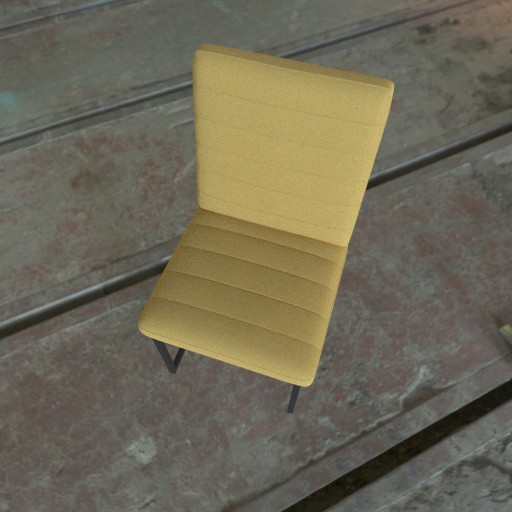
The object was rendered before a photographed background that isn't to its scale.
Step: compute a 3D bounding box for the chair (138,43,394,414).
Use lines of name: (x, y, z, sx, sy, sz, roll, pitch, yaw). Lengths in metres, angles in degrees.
chair: (0.000, 0.000, 1.334, 0.520, 0.930, 0.634, 16, 59, 10)
